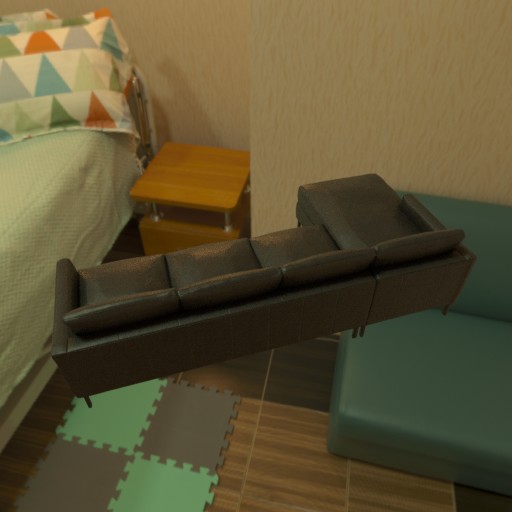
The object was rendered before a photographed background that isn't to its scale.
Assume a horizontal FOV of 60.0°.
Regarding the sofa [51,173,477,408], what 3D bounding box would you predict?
[{"bbox_3d":[0.000,0.000,3.601,2.993,0.859,1.471,-12,43,-13],"label":"sofa"}]
